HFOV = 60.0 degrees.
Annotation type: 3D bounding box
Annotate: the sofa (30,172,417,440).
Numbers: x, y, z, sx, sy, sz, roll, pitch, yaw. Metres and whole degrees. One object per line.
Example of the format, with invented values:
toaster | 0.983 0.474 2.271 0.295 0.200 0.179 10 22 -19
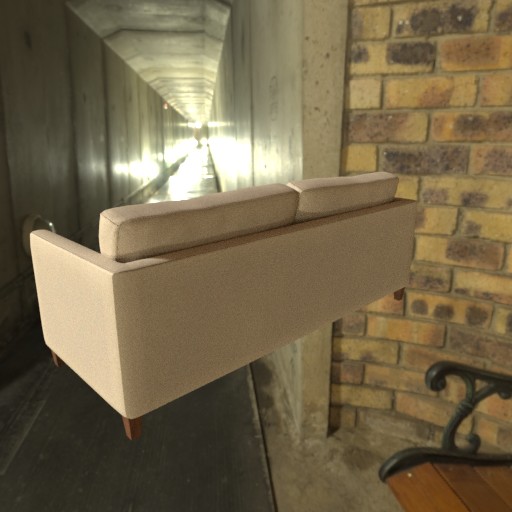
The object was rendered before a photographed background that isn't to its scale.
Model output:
sofa | 0.000 0.000 2.788 2.361 0.968 0.951 -15 22 -42
